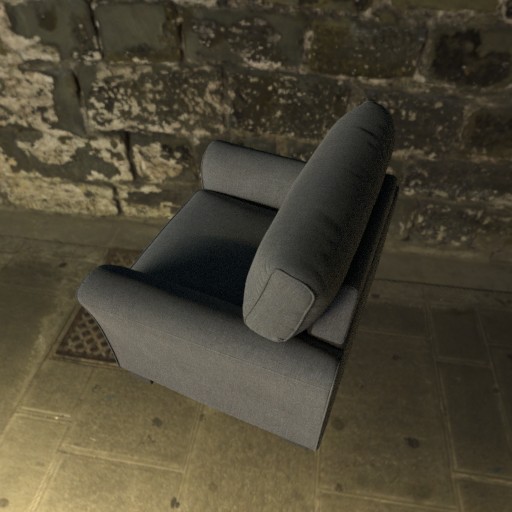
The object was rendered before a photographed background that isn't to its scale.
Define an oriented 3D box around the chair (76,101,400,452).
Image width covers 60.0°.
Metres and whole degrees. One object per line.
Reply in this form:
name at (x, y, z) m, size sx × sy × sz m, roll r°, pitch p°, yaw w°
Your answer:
chair at (0.000, 0.000, 1.587) m, size 0.816 × 0.890 × 0.941 m, roll 17°, pitch 48°, yaw 16°
